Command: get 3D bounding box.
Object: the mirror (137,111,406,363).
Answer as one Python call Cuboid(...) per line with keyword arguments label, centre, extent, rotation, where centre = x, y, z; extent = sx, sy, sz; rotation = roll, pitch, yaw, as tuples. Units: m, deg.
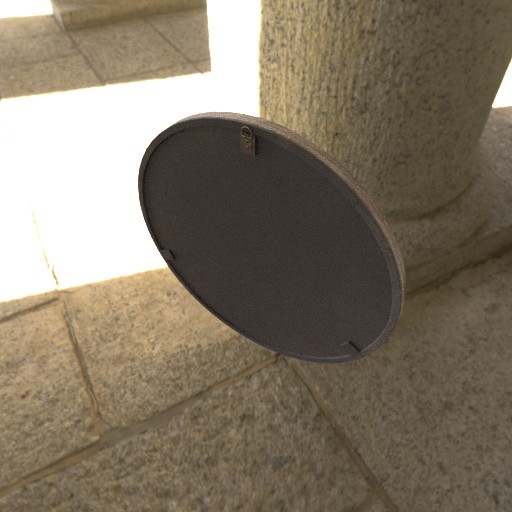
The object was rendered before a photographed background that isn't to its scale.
Cuboid(label="mirror", centre=(0.000, 0.000, 1.070), extent=(0.710, 0.710, 0.038), rotation=(24, 51, 21))
